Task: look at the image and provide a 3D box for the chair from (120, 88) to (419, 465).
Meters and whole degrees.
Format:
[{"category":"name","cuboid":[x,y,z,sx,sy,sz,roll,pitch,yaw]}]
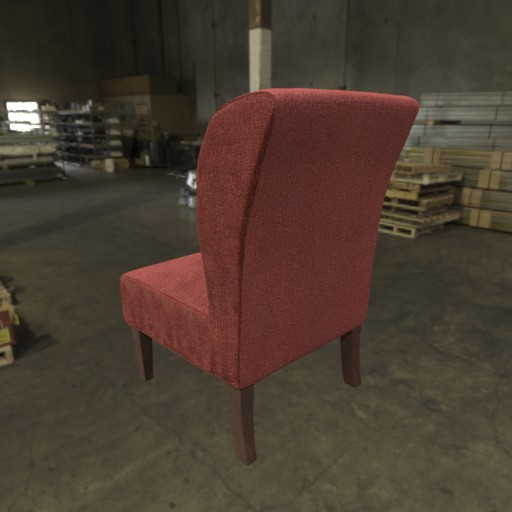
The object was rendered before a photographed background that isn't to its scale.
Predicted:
[{"category":"chair","cuboid":[0.000,0.000,1.245,0.538,0.846,0.640,-16,23,-42]}]
